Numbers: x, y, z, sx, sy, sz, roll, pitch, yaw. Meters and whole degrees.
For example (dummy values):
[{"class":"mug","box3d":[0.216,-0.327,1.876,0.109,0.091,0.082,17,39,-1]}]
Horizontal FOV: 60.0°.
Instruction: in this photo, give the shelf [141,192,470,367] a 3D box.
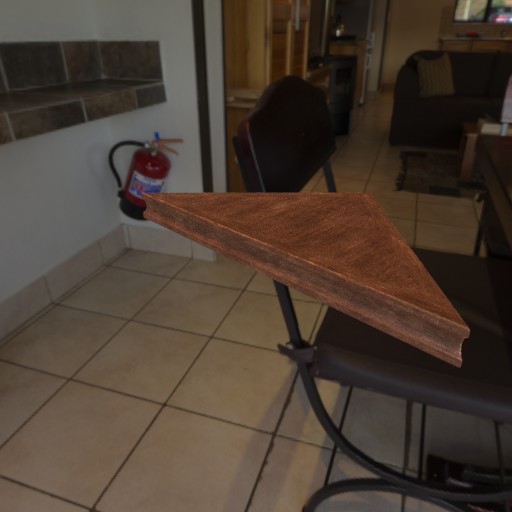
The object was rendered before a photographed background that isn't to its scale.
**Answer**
[{"class":"shelf","box3d":[0.000,0.000,0.446,0.296,0.035,0.296,0,27,0]}]
